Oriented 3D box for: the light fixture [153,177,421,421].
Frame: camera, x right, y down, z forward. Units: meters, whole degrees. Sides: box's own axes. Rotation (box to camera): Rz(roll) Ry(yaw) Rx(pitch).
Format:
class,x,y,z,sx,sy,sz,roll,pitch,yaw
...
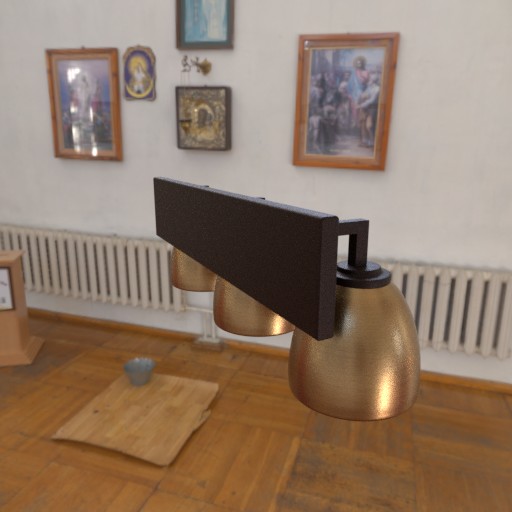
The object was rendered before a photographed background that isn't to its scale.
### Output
class,x,y,z,sx,sy,sz,roll,pitch,yaw
light fixture,0.000,0.000,0.661,0.157,0.204,0.582,-7,16,-26
